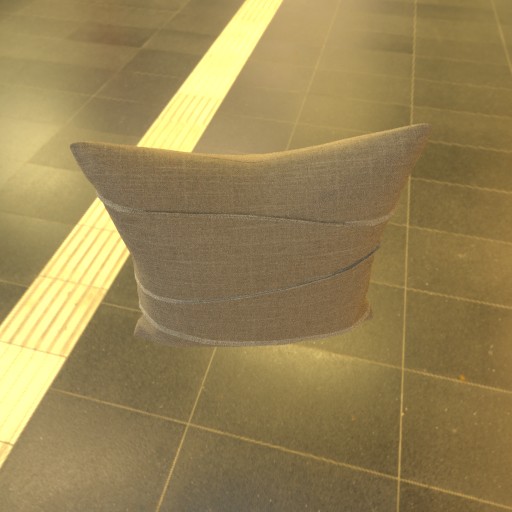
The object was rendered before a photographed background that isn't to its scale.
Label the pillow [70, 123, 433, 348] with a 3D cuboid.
[{"bbox_3d":[0.000,0.000,0.639,0.424,0.400,0.169,-4,48,-4],"label":"pillow"}]
